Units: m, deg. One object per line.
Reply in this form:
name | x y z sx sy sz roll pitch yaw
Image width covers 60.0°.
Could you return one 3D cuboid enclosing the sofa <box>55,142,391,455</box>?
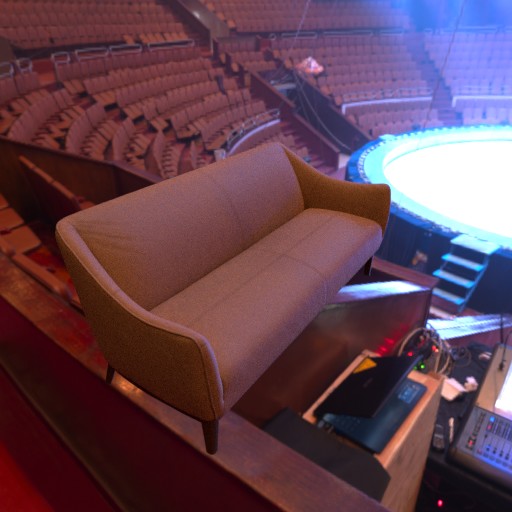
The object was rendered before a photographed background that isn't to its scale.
sofa | 0.000 0.000 2.407 0.869 0.830 1.928 17 32 29
